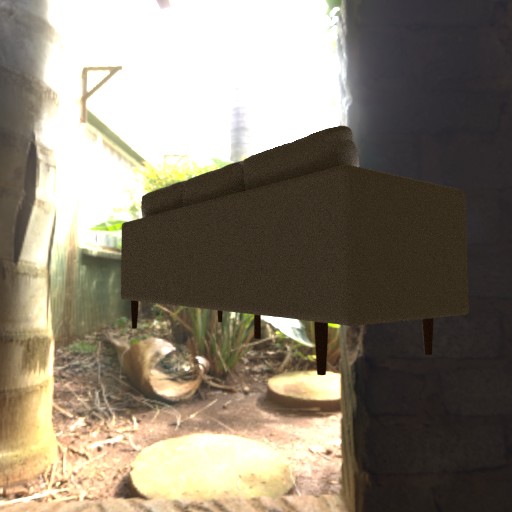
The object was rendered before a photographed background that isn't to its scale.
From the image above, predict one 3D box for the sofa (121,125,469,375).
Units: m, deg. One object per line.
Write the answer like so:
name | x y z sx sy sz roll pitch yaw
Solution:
sofa | 0.000 0.000 2.466 0.802 0.912 2.029 2 -3 -37
